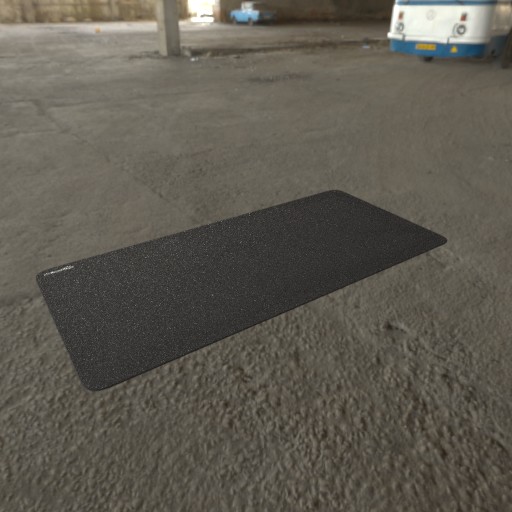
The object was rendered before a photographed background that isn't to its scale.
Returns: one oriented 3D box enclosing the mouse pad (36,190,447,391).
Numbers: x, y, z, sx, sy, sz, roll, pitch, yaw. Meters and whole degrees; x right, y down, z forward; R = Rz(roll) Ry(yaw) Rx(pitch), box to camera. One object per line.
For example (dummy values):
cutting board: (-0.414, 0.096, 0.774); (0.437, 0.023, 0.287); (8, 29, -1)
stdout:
mouse pad: (0.000, 0.000, 1.049); (0.907, 0.003, 0.424); (-19, 35, -29)
